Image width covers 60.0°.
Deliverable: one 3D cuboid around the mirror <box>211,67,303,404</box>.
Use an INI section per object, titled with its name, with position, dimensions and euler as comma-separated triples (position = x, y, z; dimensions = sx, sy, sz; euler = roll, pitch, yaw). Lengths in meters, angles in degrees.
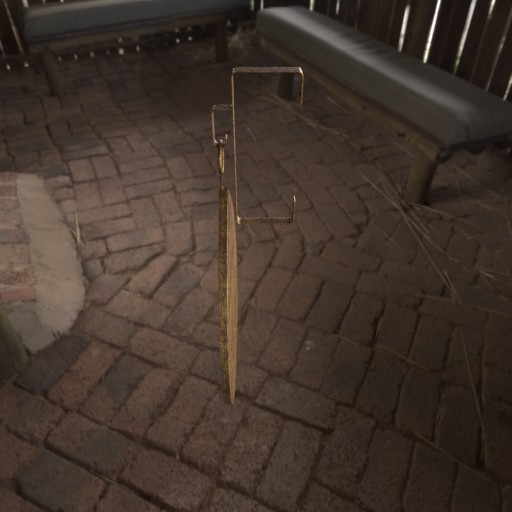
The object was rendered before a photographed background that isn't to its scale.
[mirror]
position = 0.000, 0.000, 0.914
dimensions = 0.144, 0.744, 0.405
euler = 0, 41, 0
